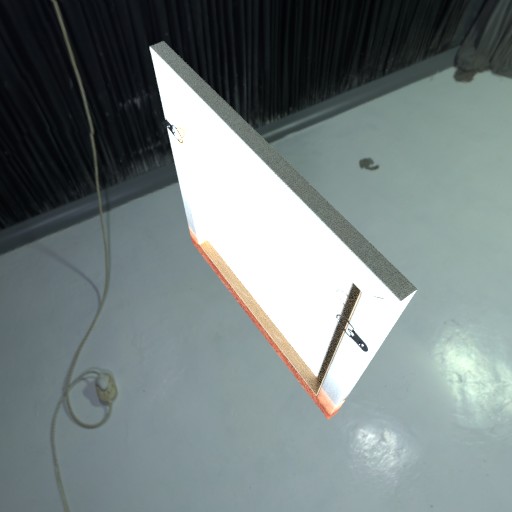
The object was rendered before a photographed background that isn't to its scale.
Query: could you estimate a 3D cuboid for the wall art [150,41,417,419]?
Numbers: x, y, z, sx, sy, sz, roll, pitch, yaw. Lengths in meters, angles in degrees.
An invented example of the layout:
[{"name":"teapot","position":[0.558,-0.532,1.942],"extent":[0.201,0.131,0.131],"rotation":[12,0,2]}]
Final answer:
[{"name":"wall art","position":[0.000,0.000,1.128],"extent":[0.042,0.760,0.760],"rotation":[-31,63,-18]}]
